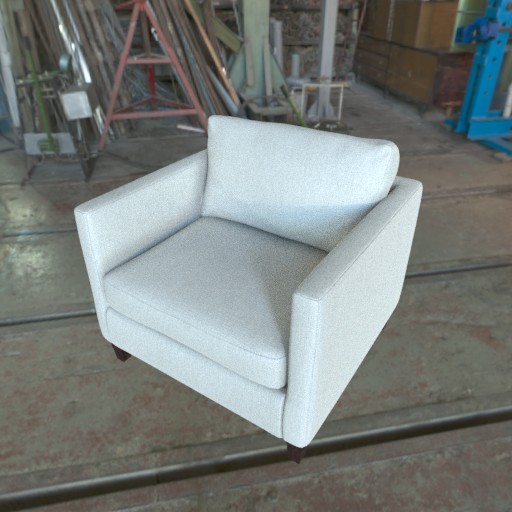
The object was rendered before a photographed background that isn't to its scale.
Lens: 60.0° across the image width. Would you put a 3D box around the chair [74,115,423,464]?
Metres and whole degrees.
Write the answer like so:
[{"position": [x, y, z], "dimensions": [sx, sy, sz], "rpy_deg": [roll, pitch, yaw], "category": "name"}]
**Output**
[{"position": [0.000, 0.000, 1.773], "dimensions": [0.996, 0.919, 0.959], "rpy_deg": [19, 37, 28], "category": "chair"}]
